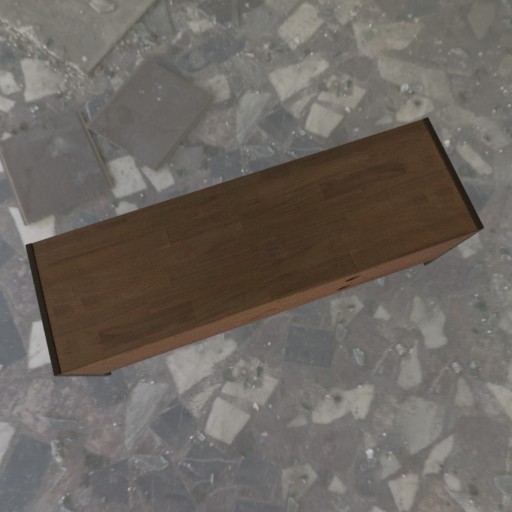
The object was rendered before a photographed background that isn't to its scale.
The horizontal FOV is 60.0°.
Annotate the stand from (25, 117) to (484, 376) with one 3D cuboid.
[{"bbox_3d":[0.000,0.000,1.734,1.480,0.506,0.454,-19,76,-5],"label":"stand"}]
